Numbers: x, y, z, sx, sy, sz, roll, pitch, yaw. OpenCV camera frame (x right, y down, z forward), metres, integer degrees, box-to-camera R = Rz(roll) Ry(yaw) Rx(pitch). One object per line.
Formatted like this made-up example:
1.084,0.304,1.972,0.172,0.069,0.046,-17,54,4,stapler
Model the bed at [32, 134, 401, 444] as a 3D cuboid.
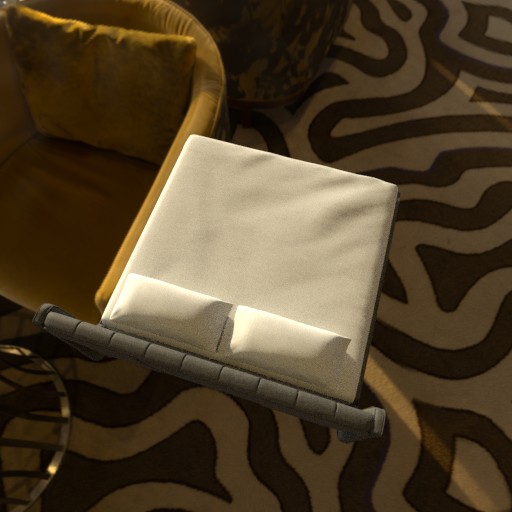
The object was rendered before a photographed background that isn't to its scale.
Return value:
0.000,0.000,2.566,1.531,0.933,1.638,16,65,7,bed
